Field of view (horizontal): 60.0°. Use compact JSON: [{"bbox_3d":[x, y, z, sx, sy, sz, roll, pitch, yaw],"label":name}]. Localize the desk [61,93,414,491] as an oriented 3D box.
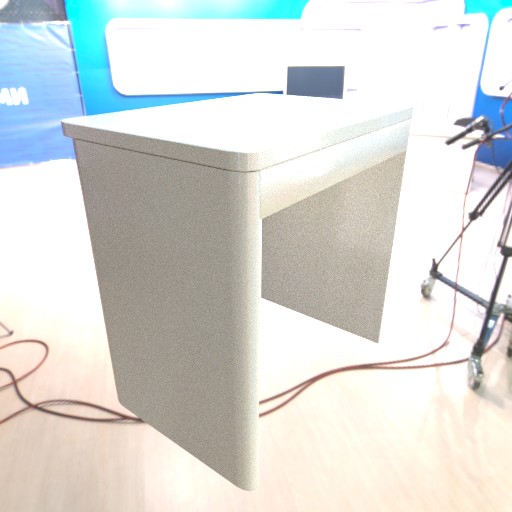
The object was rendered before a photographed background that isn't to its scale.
[{"bbox_3d":[0.000,0.000,1.281,0.549,0.800,0.762,18,31,33],"label":"desk"}]
